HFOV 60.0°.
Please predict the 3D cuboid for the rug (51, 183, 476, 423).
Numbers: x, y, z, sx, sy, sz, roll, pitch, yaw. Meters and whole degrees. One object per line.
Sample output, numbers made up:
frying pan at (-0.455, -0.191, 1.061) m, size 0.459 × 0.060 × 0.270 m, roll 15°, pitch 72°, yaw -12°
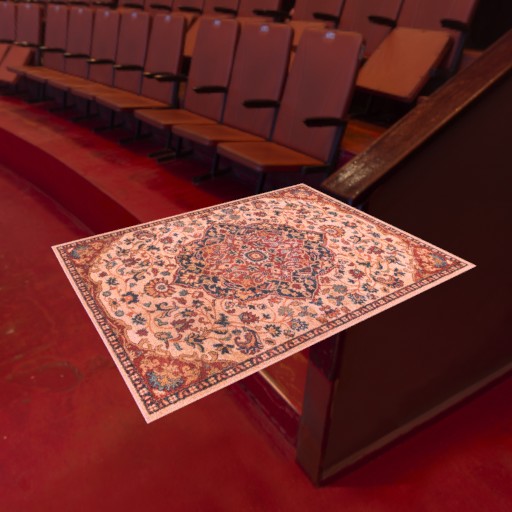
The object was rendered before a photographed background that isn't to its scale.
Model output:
rug at (0.000, 0.000, 4.078) m, size 3.067 × 0.005 × 2.454 m, roll -18°, pitch 35°, yaw -29°
